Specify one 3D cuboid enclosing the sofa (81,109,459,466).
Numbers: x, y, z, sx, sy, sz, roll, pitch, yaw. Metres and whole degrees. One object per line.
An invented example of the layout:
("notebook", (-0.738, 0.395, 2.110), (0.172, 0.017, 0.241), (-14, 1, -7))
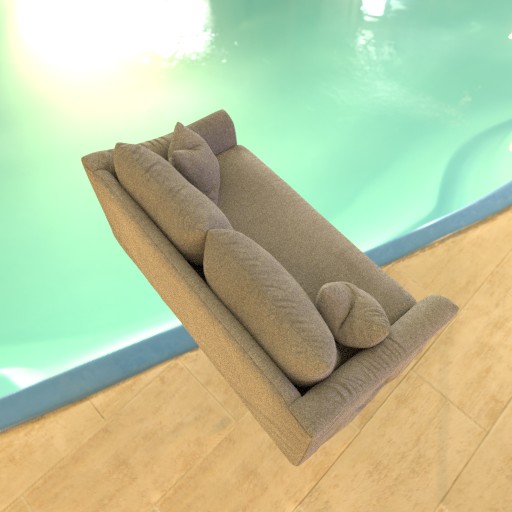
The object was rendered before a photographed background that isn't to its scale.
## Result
("sofa", (0.000, 0.000, 2.634), (1.072, 1.018, 2.010), (-34, 63, -20))
